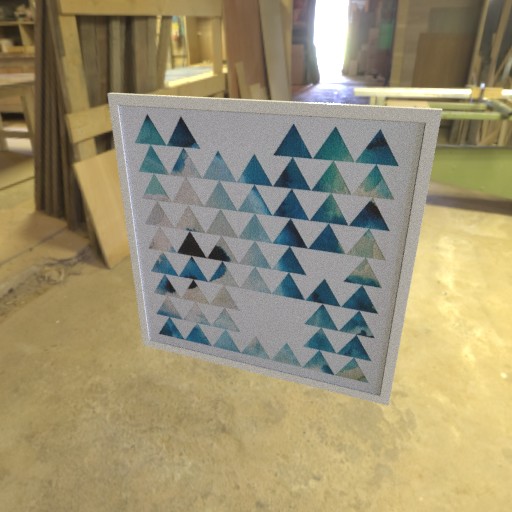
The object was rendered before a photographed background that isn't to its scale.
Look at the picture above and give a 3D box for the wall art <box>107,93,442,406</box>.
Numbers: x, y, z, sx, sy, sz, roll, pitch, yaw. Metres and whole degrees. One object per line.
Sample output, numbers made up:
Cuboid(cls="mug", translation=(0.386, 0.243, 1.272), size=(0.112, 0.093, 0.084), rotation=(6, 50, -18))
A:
Cuboid(cls="wall art", translation=(0.000, 0.000, 0.834), size=(0.557, 0.557, 0.012), rotation=(9, 28, 18))
